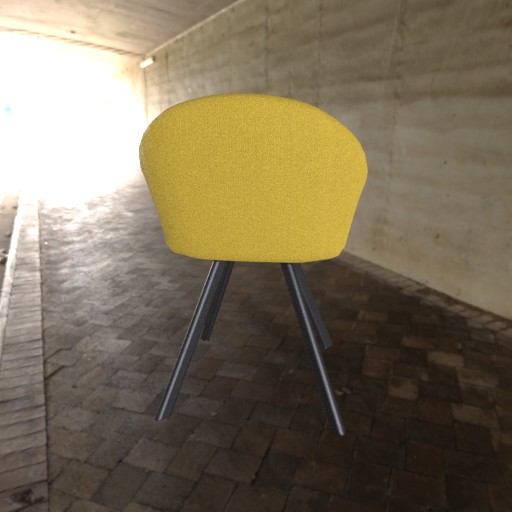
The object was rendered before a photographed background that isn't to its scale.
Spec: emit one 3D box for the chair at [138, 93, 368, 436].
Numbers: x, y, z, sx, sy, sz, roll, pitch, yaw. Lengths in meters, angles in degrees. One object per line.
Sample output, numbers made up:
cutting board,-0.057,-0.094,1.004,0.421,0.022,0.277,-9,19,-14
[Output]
chair,0.000,0.000,1.164,0.545,0.775,0.565,2,17,7
